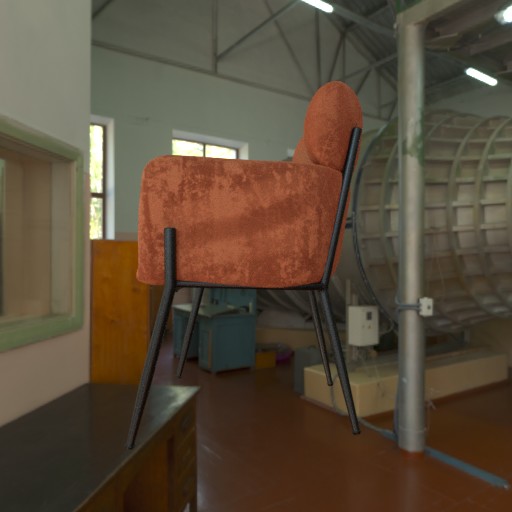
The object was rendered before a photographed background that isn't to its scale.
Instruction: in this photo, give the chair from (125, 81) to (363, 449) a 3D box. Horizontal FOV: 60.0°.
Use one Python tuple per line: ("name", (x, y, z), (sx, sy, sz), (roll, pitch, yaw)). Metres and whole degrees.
("chair", (0.000, 0.000, 1.143), (0.523, 0.772, 0.561), (0, 0, 1))
